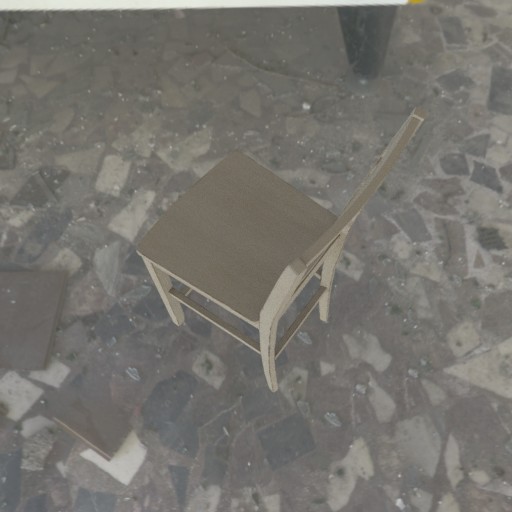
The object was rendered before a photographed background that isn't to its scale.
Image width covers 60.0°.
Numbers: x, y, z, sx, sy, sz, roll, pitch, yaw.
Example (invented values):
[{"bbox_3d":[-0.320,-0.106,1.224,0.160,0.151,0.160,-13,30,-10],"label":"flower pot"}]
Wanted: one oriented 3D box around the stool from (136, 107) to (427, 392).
[{"bbox_3d":[0.000,0.000,1.338,0.539,1.079,0.462,33,66,17],"label":"stool"}]
